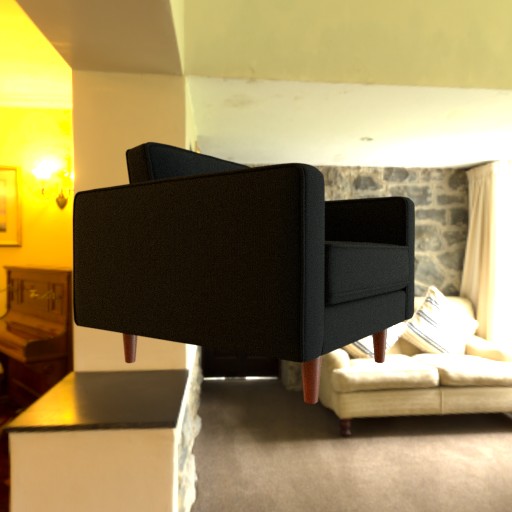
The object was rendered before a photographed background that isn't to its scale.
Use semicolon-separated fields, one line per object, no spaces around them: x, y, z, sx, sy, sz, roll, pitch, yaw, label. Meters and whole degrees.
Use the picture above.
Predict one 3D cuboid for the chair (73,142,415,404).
0.000;0.000;1.596;0.920;0.770;0.899;0;1;35;chair
